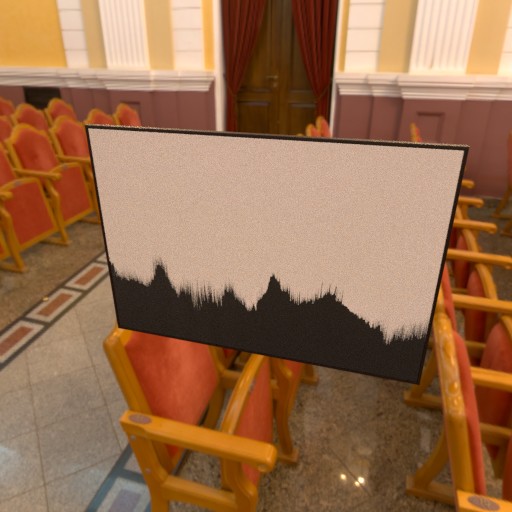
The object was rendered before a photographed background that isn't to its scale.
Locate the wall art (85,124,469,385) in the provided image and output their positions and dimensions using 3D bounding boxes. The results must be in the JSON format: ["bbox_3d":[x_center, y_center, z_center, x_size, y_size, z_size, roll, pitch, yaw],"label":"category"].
[{"bbox_3d":[0.000,0.000,1.223,0.957,0.660,0.019,7,27,15],"label":"wall art"}]
